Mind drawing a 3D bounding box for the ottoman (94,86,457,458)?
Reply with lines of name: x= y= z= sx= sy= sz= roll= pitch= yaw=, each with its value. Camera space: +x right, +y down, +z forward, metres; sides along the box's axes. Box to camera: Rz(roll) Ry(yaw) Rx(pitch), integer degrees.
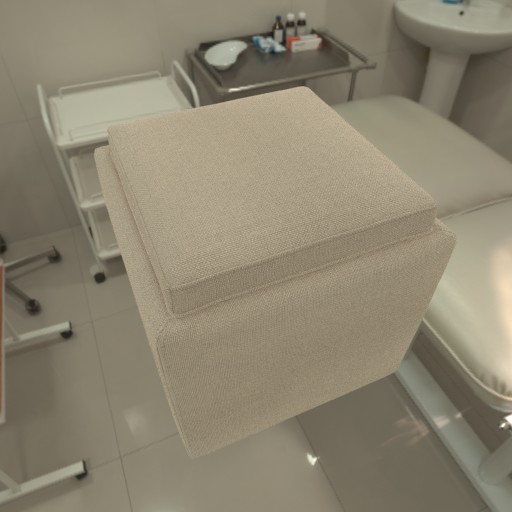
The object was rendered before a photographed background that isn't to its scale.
ottoman: x=0.000 y=0.000 z=0.809 sx=0.450 sy=0.460 sz=0.451 roll=-17 pitch=48 yaw=-16
